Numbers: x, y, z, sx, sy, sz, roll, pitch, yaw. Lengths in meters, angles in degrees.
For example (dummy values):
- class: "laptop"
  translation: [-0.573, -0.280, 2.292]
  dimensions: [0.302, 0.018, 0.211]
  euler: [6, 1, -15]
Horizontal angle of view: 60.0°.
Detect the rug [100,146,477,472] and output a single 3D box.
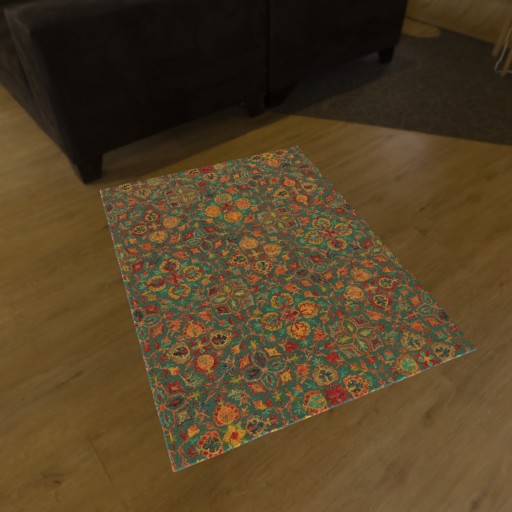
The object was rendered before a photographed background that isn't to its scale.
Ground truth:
- class: "rug"
  translation: [0.000, 0.000, 4.182]
  dimensions: [2.434, 0.025, 3.204]
  euler: [-16, 47, -15]
